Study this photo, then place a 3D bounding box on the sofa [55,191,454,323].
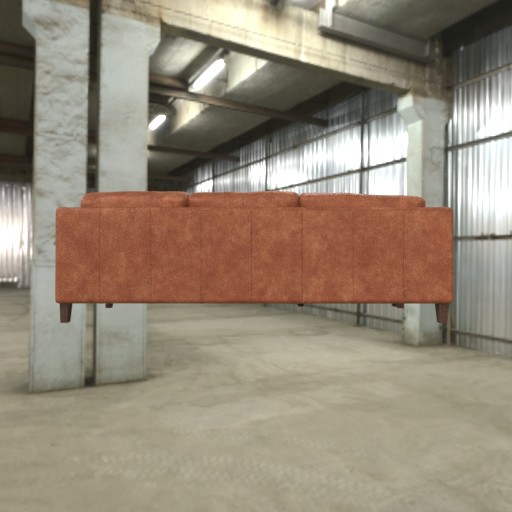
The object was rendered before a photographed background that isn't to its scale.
[{"bbox_3d":[0.000,0.000,4.245,2.438,0.838,3.167,0,0,0],"label":"sofa"}]
